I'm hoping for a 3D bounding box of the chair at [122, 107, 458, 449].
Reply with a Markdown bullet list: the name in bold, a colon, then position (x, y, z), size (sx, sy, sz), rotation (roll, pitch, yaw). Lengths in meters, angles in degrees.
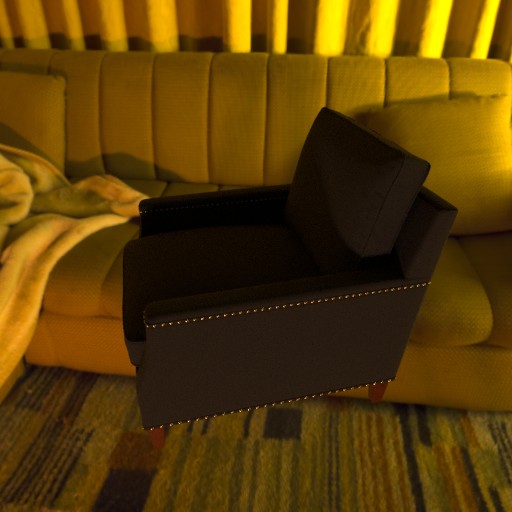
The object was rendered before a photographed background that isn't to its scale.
- **chair**: position (0.000, 0.000, 1.696), size (1.014, 0.943, 0.853), rotation (-7, 32, -12)
